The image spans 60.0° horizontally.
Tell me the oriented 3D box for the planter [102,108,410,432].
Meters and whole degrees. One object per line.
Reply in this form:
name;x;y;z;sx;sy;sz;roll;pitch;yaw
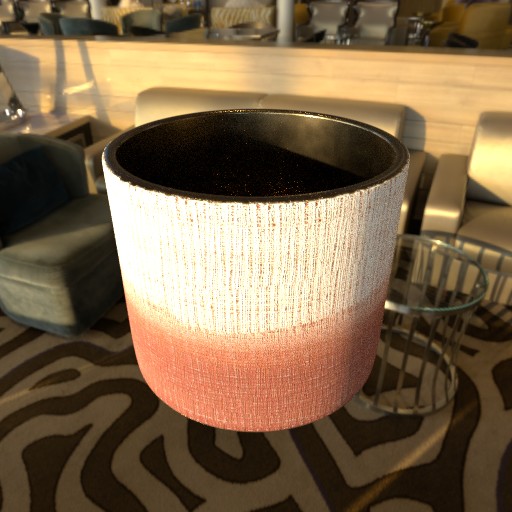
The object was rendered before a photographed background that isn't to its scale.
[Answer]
planter;0.000;0.000;0.301;0.178;0.157;0.178;0;31;0
